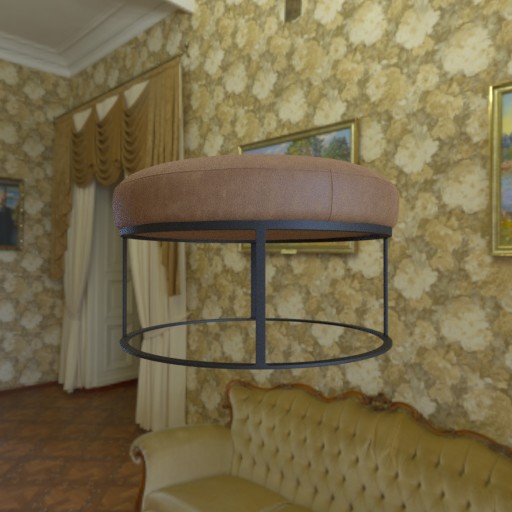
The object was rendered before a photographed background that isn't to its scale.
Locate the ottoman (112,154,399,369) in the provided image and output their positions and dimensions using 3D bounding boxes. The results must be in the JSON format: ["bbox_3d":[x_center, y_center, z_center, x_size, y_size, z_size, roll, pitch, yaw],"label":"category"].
[{"bbox_3d":[0.000,0.000,1.252,0.771,0.460,0.771,0,-1,0],"label":"ottoman"}]
